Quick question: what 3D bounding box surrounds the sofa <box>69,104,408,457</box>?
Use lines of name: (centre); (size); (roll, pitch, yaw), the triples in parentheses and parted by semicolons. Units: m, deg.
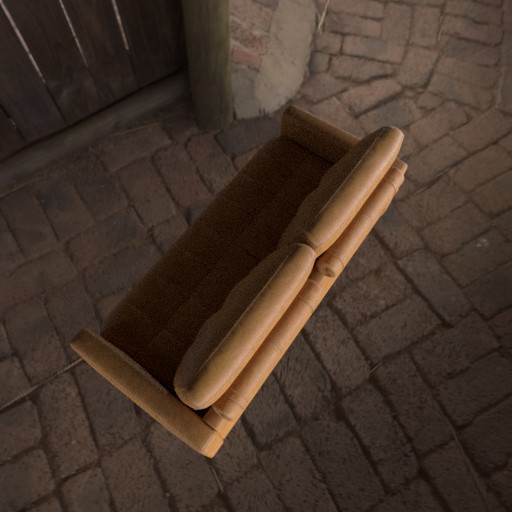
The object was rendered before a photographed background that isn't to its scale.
sofa: (0.000, 0.000, 2.308); (0.850, 0.898, 1.821); (33, 68, 15)
